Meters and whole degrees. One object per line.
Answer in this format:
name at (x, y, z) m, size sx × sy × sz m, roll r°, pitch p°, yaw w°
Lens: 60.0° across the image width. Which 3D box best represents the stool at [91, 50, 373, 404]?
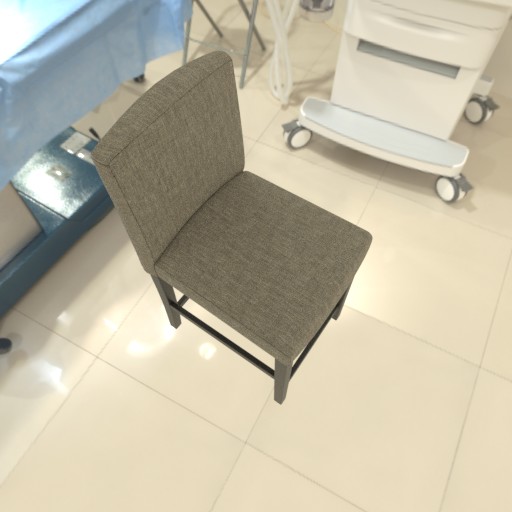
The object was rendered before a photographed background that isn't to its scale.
stool at (0.000, 0.000, 1.312) m, size 0.552 × 0.966 × 0.451 m, roll 31°, pitch 63°, yaw 17°
